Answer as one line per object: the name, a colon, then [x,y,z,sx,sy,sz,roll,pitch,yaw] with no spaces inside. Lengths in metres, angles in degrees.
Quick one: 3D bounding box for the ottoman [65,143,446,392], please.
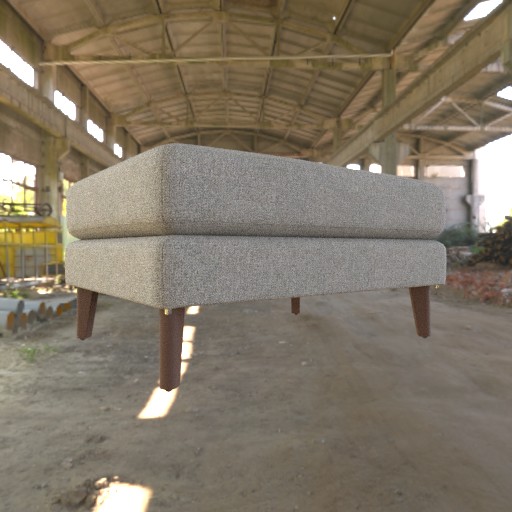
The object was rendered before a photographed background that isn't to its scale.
ottoman: [0.000,0.000,1.168,0.821,0.441,0.611,-1,1,-36]
